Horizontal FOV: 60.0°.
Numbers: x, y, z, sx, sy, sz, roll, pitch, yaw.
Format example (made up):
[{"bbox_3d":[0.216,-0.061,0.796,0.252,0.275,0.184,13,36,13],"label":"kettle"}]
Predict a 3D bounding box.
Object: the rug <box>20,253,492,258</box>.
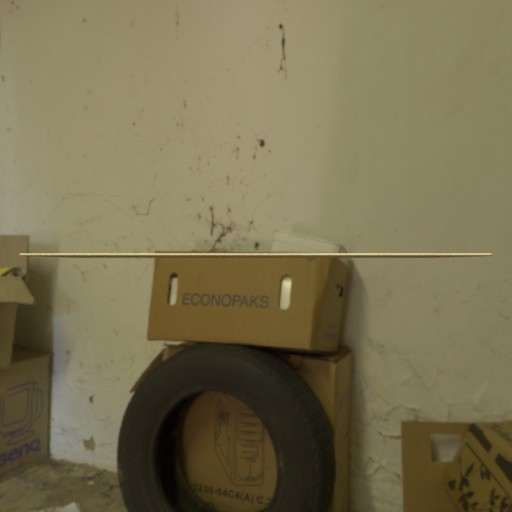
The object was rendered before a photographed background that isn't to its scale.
[{"bbox_3d":[0.000,0.000,2.662,2.450,0.014,0.793,0,-1,-1],"label":"rug"}]
